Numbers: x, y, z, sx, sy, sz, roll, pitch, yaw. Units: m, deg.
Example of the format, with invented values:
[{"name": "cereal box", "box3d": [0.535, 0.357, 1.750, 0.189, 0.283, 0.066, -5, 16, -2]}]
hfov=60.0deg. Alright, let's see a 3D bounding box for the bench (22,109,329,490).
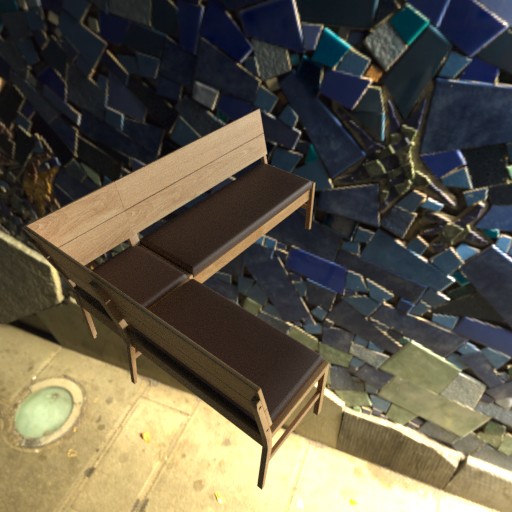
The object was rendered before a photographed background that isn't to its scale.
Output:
[{"name": "bench", "box3d": [0.000, 0.000, 2.776, 1.549, 0.890, 1.975, 27, 47, 28]}]
